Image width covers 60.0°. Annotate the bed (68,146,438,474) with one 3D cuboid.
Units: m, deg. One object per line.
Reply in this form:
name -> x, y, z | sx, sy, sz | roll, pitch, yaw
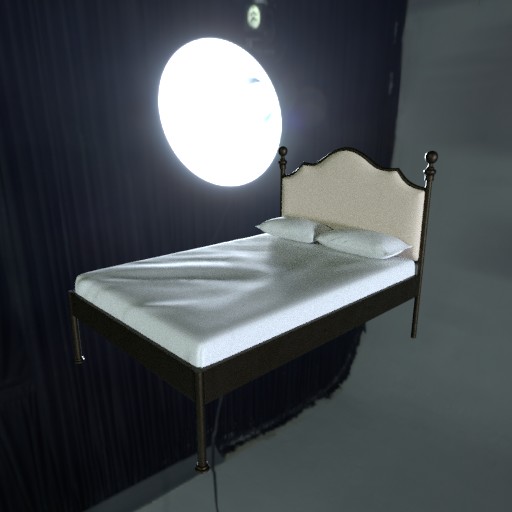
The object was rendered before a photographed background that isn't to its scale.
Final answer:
bed -> 0.000, 0.000, 3.154 | 2.170, 1.462, 1.533 | -14, 21, -42
